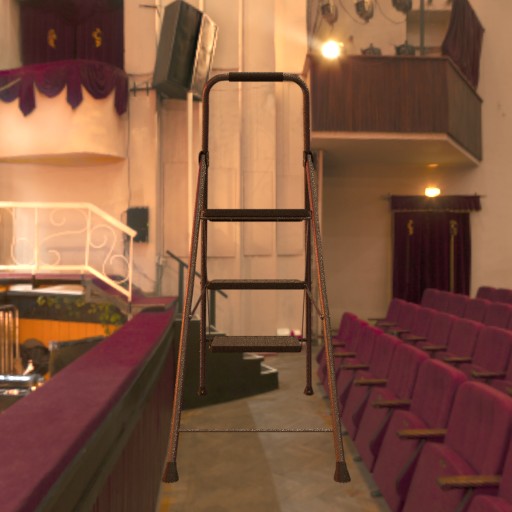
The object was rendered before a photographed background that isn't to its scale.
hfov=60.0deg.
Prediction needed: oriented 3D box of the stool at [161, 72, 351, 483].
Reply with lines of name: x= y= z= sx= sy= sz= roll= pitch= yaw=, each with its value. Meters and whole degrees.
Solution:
stool: x=0.000 y=0.000 z=1.459 sx=0.473 sy=1.121 sz=0.733 roll=0 pitch=0 yaw=0
